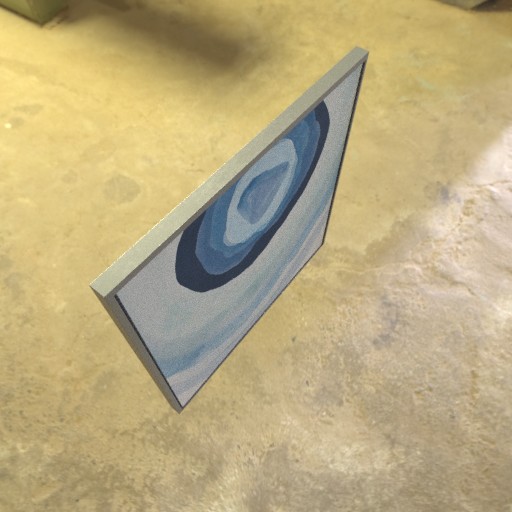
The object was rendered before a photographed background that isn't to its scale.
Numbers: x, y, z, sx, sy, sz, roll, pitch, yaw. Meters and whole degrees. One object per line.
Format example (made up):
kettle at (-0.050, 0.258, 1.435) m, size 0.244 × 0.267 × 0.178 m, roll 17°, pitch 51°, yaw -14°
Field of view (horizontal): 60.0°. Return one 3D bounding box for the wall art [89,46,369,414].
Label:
wall art at (0.000, 0.000, 1.207) m, size 0.038 × 0.807 × 0.809 m, roll 34°, pitch 64°, yaw 19°
